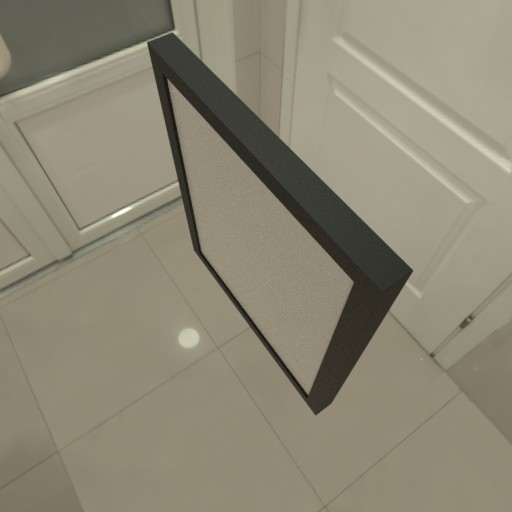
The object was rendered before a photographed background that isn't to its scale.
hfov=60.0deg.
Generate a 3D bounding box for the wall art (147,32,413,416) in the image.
[{"bbox_3d":[0.000,0.000,0.527,0.029,0.381,0.330,-31,63,-17],"label":"wall art"}]
